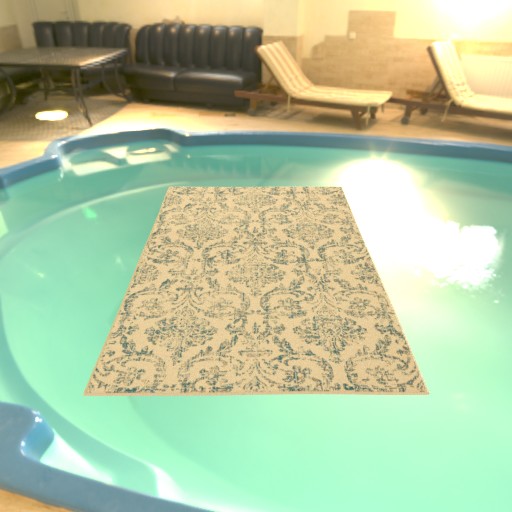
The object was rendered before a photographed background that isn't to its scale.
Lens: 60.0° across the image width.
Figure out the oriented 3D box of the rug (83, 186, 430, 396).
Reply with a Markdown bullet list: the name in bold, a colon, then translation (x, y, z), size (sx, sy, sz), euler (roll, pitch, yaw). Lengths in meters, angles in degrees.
- **rug**: translation (0.000, 0.000, 3.483), size (1.819, 0.018, 2.746), euler (0, 32, 0)
